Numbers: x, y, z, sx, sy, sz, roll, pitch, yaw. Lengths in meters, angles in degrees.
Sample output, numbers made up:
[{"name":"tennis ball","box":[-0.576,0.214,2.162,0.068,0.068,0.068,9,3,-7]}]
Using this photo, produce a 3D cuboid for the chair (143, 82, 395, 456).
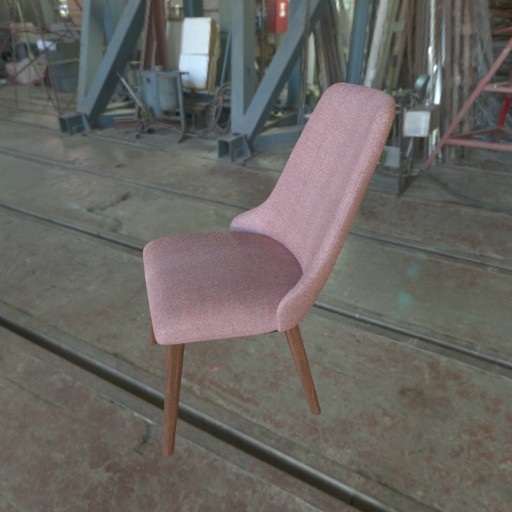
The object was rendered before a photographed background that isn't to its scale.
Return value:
[{"name":"chair","box":[0.000,0.000,1.334,0.707,0.918,0.535,-8,31,-13]}]
